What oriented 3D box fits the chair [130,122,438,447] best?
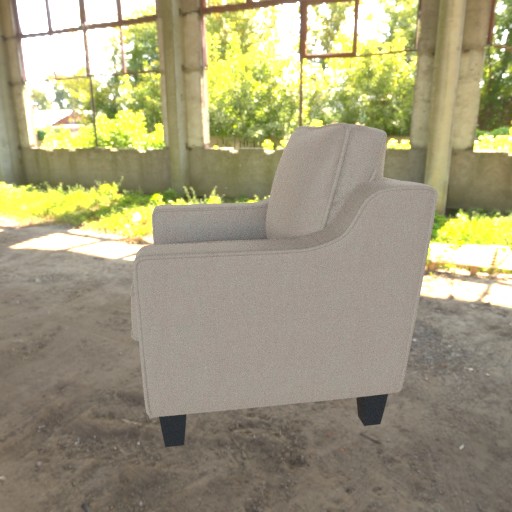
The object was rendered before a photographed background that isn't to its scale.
[{"bbox_3d":[0.000,0.000,1.668,0.882,0.948,0.922,-2,15,-9],"label":"chair"}]
